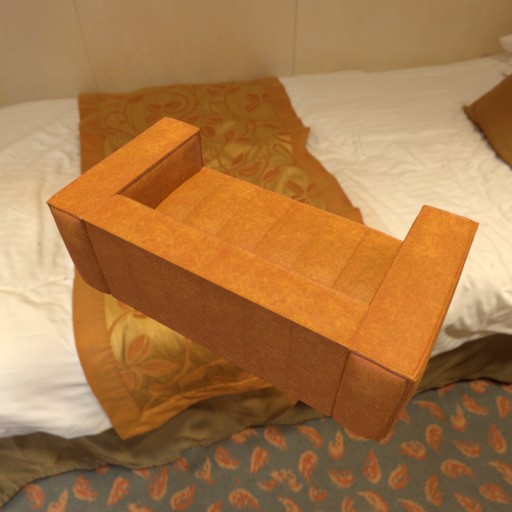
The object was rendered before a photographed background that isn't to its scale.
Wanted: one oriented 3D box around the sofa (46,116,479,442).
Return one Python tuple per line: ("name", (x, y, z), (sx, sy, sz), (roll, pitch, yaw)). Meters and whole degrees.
("sofa", (0.000, 0.000, 2.568), (2.088, 0.703, 1.102), (24, 51, 21))
